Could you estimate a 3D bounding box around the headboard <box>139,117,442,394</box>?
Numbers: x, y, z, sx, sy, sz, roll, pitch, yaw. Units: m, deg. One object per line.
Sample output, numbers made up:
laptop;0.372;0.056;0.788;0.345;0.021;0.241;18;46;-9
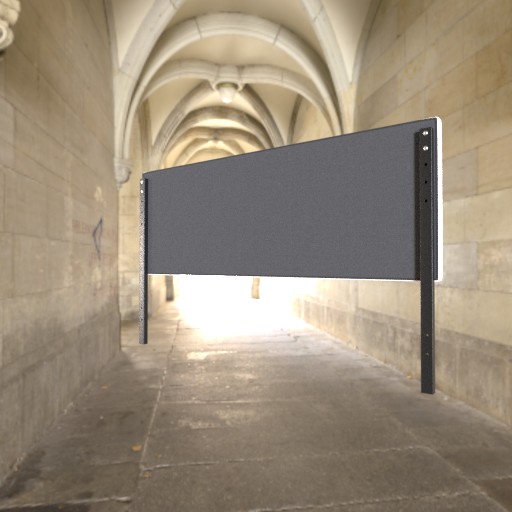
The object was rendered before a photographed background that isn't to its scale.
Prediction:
headboard;0.000;0.000;2.968;2.362;1.410;0.120;-1;-1;37
